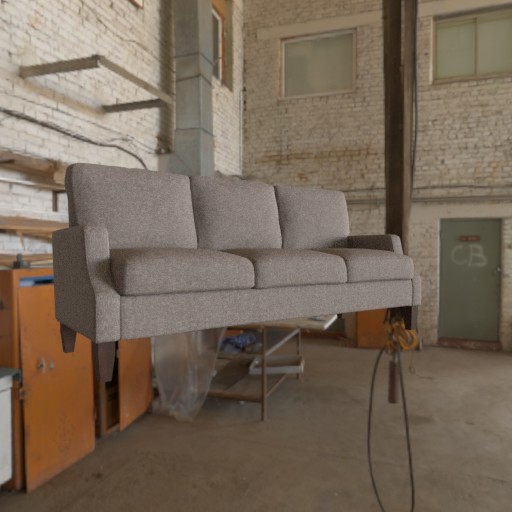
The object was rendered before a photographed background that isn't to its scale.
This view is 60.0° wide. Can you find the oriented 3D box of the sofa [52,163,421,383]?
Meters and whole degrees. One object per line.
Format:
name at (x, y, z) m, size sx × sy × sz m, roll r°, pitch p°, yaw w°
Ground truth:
sofa at (0.000, 0.000, 2.652) m, size 2.115 × 0.984 × 0.888 m, roll 0°, pitch 1°, yaw -35°
